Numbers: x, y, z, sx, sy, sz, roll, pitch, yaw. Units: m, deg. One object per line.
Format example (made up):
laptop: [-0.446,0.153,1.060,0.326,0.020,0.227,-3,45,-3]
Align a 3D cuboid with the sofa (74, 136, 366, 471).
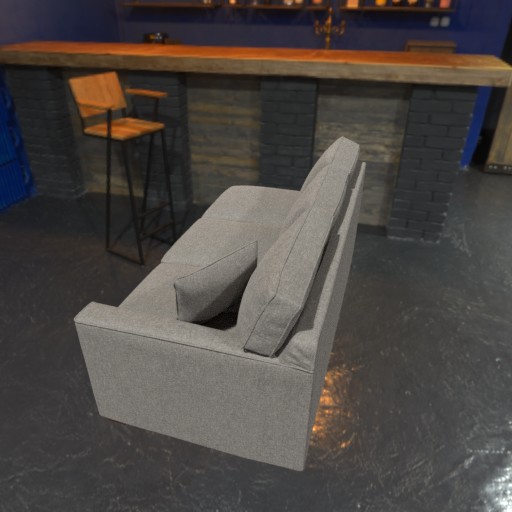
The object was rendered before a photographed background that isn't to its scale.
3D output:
sofa: [0.000,0.000,2.572,1.034,0.946,1.963,9,32,14]
